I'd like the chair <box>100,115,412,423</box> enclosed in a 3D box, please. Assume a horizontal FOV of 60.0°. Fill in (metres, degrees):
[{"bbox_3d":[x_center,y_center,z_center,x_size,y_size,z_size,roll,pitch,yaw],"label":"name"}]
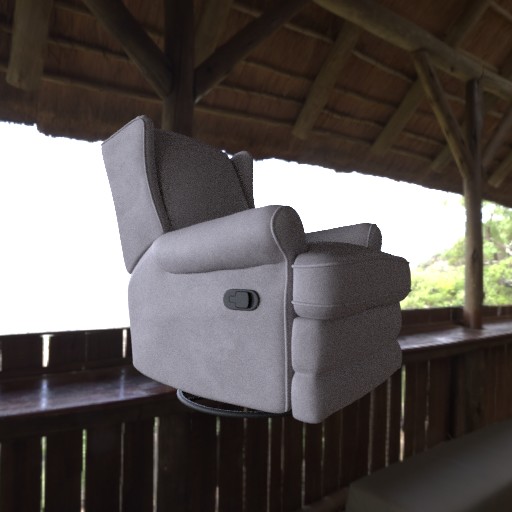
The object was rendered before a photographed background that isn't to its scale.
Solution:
[{"bbox_3d":[0.000,0.000,1.649,0.969,1.011,0.847,0,-1,34],"label":"chair"}]
